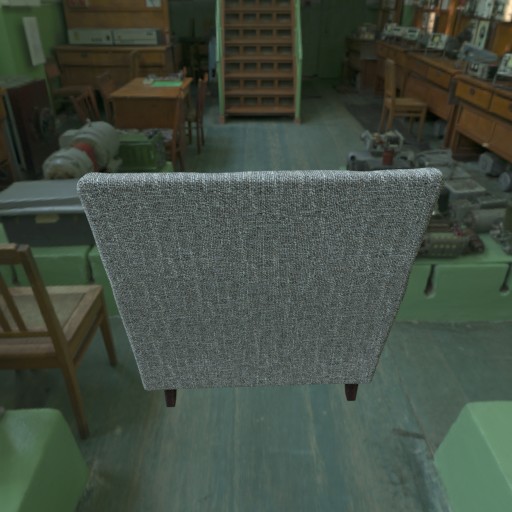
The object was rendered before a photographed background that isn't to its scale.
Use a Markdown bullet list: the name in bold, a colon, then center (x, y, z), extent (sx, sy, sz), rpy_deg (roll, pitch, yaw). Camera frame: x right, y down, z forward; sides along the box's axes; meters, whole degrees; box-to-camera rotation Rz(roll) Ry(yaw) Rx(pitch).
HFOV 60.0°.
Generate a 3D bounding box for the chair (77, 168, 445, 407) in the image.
- **chair**: center (0.000, 0.000, 1.620), extent (0.864, 0.928, 0.873), rpy_deg (-1, 30, -2)
